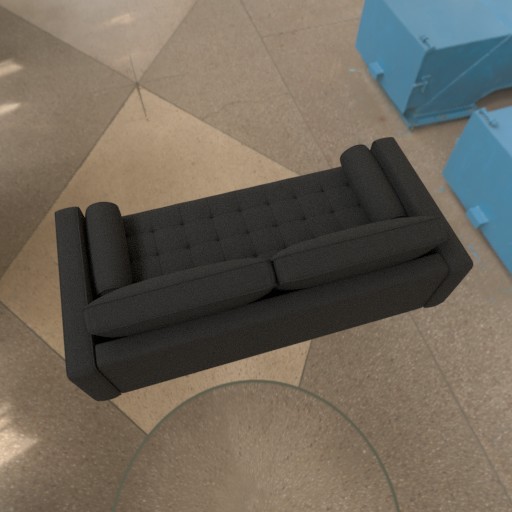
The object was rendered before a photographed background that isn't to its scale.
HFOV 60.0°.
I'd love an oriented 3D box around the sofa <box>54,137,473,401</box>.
[{"bbox_3d":[0.000,0.000,2.313,1.875,0.759,0.914,-14,60,-8],"label":"sofa"}]
